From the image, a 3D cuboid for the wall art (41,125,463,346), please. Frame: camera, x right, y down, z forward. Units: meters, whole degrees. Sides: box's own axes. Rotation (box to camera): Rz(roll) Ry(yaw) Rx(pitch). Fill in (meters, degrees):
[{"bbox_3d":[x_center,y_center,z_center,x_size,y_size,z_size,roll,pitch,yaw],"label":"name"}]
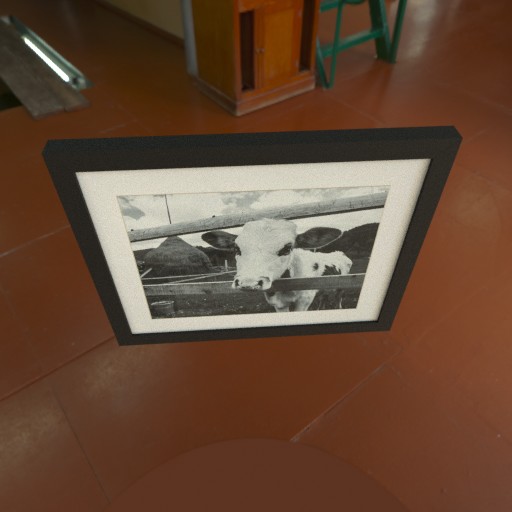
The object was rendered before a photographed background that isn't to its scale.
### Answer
[{"bbox_3d":[0.000,0.000,0.550,0.404,0.329,0.024,-3,46,-3],"label":"wall art"}]
